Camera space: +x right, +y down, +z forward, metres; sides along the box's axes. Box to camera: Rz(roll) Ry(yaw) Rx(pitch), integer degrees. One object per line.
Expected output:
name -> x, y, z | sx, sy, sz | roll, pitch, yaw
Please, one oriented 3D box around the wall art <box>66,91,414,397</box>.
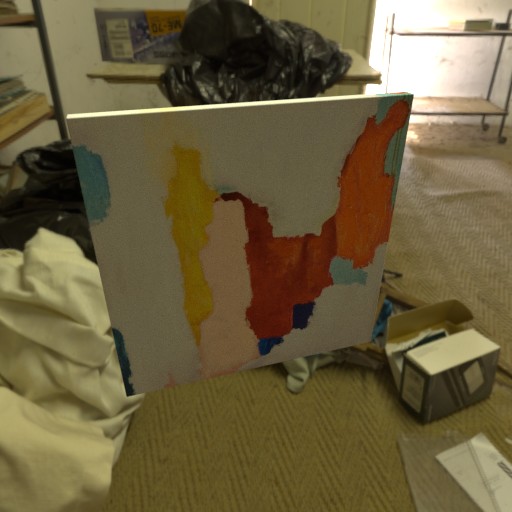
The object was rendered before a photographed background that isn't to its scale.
wall art -> 0.000, 0.000, 1.526 | 1.017, 1.017, 0.044 | -9, 32, -15
